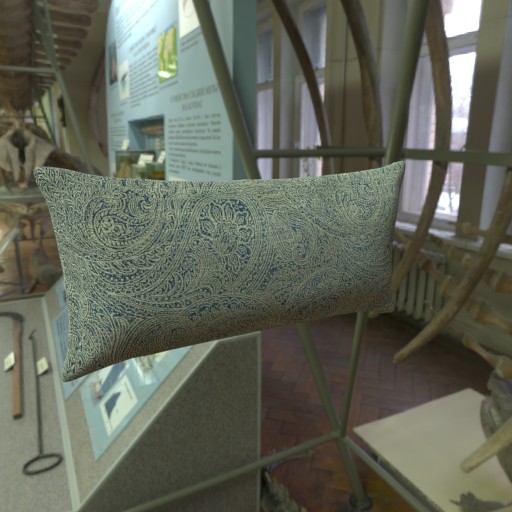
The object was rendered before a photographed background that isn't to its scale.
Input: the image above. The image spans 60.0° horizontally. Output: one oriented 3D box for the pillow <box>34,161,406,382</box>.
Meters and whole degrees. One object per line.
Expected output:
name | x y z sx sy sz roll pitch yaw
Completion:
pillow | 0.000 0.000 0.716 0.615 0.295 0.151 -7 15 -26
